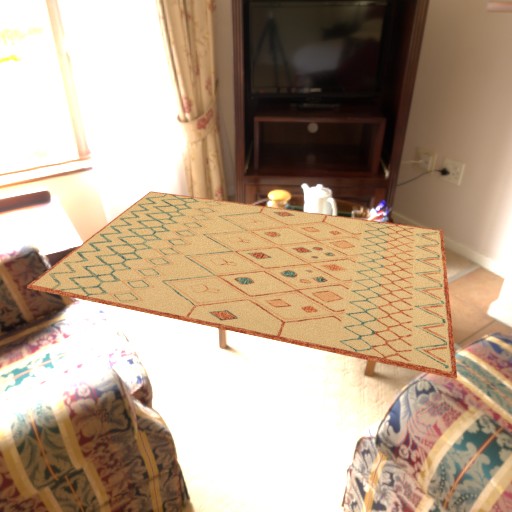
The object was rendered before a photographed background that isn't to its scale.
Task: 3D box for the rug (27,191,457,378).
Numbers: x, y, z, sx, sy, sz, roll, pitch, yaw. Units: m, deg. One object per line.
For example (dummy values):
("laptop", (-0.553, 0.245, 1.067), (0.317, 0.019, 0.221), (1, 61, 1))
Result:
("rug", (0.000, 0.000, 2.992), (2.438, 0.015, 1.524), (9, 33, 15))
